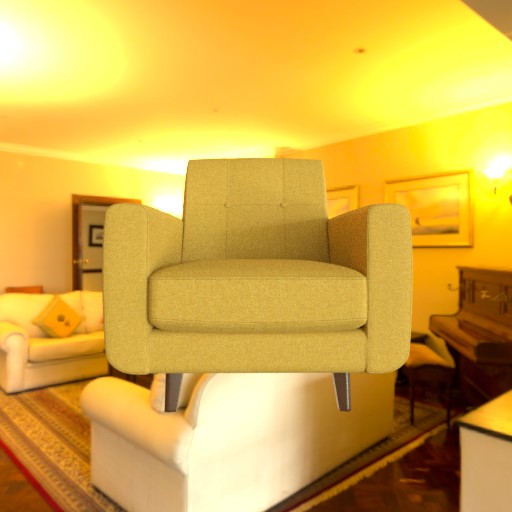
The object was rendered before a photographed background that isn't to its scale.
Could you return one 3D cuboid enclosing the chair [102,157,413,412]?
[{"bbox_3d":[0.000,0.000,1.601,0.831,0.841,0.909,0,0,-1],"label":"chair"}]
